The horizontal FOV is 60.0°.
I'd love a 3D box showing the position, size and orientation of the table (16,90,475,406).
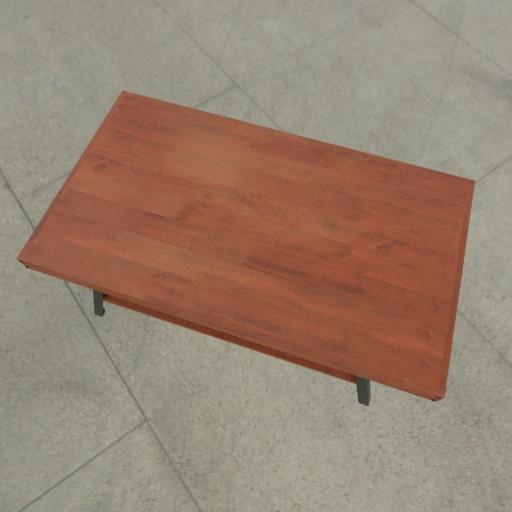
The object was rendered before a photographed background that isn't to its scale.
[{"bbox_3d":[0.000,0.000,1.370,1.067,0.457,0.610,17,65,8],"label":"table"}]
